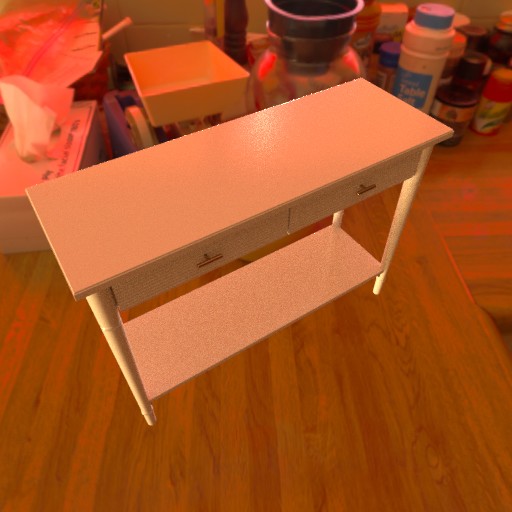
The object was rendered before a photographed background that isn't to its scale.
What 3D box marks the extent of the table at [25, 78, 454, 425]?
[{"bbox_3d":[0.000,0.000,1.416,1.067,0.749,0.381,-25,52,-22],"label":"table"}]
